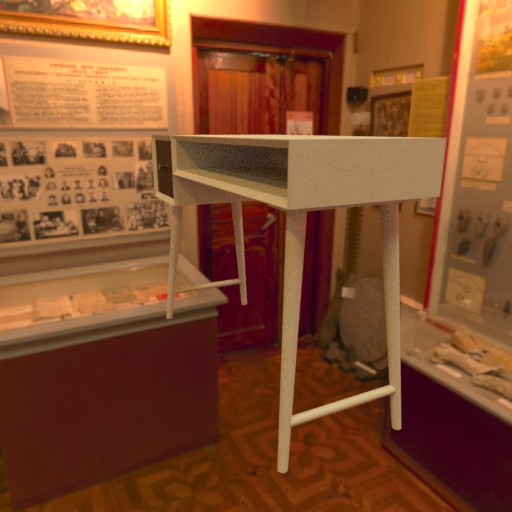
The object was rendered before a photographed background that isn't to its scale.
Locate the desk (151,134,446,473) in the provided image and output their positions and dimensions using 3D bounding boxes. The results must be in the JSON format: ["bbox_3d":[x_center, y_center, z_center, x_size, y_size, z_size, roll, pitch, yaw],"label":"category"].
[{"bbox_3d":[0.000,0.000,1.453,0.409,0.761,1.069,-8,18,-25],"label":"desk"}]
